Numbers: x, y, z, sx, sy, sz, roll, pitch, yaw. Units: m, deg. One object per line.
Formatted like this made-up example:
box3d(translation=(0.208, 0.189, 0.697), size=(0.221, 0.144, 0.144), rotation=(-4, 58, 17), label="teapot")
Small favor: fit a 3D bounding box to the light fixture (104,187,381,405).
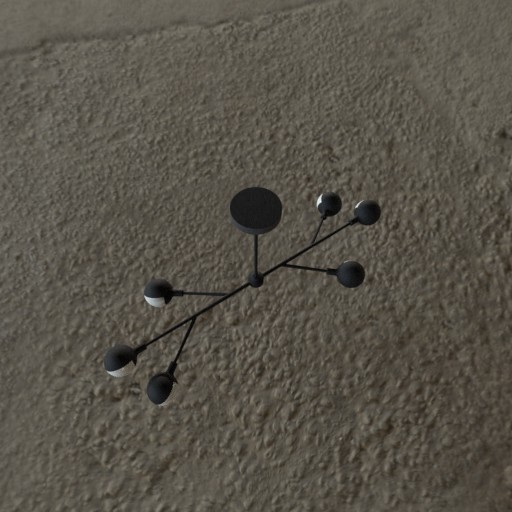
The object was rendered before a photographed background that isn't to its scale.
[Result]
box3d(translation=(0.000, 0.000, 1.005), size=(0.778, 0.362, 0.434), rotation=(-16, 60, -9), label="light fixture")
